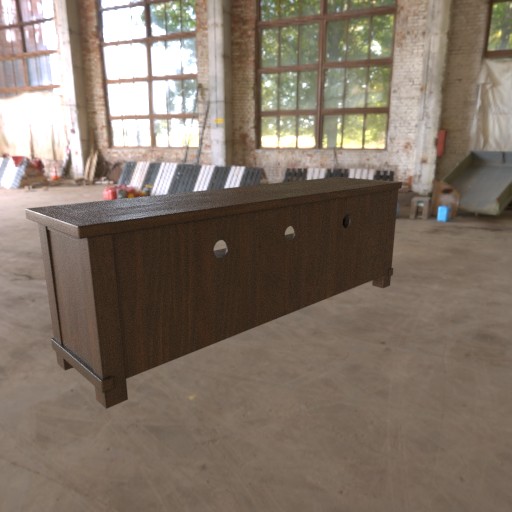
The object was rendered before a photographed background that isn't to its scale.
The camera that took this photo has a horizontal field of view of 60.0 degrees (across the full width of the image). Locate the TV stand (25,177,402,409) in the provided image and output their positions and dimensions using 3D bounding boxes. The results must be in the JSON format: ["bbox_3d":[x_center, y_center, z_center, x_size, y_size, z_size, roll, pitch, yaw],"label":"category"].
[{"bbox_3d":[0.000,0.000,2.137,1.866,0.615,0.471,-14,21,-42],"label":"TV stand"}]
